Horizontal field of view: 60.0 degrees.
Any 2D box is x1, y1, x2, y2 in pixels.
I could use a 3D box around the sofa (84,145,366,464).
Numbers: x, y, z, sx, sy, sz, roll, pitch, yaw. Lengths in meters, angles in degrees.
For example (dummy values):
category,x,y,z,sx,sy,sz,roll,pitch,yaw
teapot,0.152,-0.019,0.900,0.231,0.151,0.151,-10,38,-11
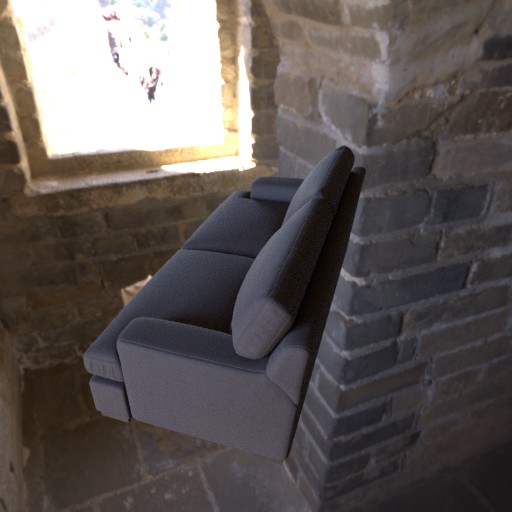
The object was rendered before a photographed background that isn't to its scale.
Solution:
category,x,y,z,sx,sy,sz,roll,pitch,yaw
sofa,0.000,0.000,2.890,1.140,0.950,2.271,9,32,15
